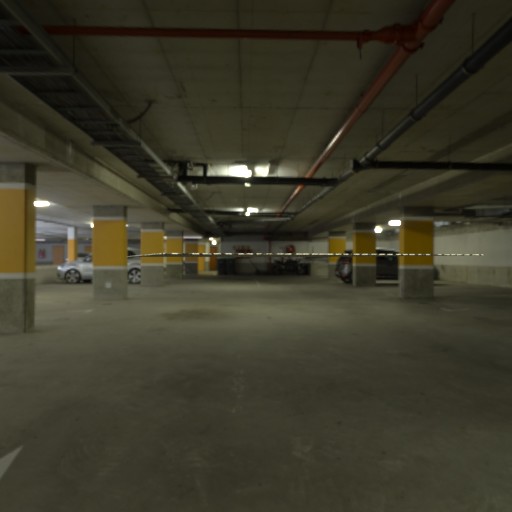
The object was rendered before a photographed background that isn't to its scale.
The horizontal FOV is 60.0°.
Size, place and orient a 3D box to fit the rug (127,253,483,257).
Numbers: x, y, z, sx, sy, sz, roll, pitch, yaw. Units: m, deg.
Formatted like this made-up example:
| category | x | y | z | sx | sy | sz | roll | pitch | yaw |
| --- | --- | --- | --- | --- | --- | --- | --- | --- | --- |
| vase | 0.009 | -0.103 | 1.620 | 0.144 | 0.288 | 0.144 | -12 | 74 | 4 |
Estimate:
| category | x | y | z | sx | sy | sz | roll | pitch | yaw |
| --- | --- | --- | --- | --- | --- | --- | --- | --- | --- |
| rug | 0.000 | 0.000 | 2.261 | 1.177 | 0.004 | 1.750 | 0 | 0 | -19 |
